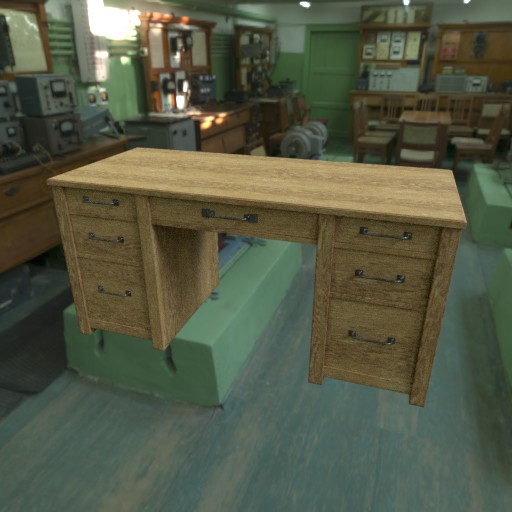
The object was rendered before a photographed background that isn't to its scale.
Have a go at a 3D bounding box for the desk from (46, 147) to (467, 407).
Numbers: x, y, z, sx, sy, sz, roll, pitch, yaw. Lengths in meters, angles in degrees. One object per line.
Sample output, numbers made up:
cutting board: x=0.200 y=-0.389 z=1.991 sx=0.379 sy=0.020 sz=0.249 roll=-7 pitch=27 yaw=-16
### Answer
desk: x=0.000 y=0.000 z=2.011 sx=1.567 sy=0.751 sz=0.685 roll=8 pitch=26 yaw=16
